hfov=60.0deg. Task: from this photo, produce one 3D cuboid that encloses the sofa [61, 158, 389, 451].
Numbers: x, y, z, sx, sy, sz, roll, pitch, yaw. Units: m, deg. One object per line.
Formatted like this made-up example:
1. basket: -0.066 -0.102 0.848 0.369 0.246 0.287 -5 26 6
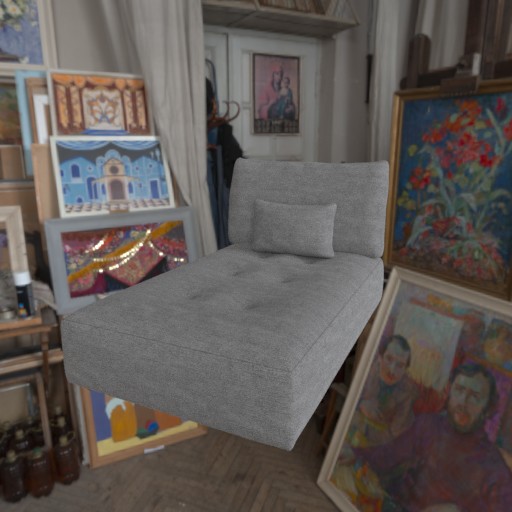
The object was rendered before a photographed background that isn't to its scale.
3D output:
1. sofa: 0.000 0.000 1.994 0.930 0.820 1.450 7 15 25
